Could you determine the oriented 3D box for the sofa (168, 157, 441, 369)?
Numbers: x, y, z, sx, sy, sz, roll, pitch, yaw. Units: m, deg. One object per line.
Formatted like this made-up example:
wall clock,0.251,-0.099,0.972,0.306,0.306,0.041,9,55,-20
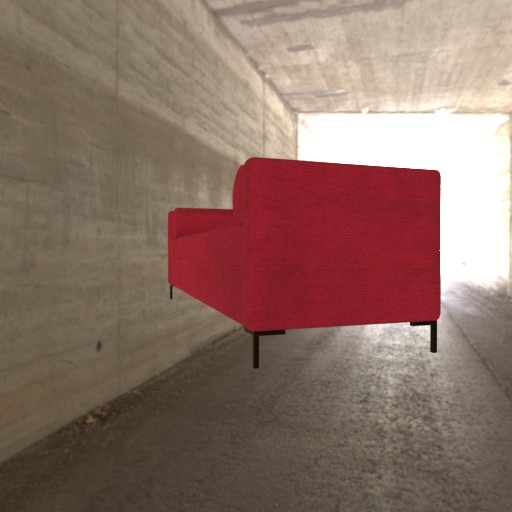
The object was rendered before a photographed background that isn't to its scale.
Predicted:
sofa,0.000,0.000,2.331,0.686,0.635,1.981,0,1,-18
